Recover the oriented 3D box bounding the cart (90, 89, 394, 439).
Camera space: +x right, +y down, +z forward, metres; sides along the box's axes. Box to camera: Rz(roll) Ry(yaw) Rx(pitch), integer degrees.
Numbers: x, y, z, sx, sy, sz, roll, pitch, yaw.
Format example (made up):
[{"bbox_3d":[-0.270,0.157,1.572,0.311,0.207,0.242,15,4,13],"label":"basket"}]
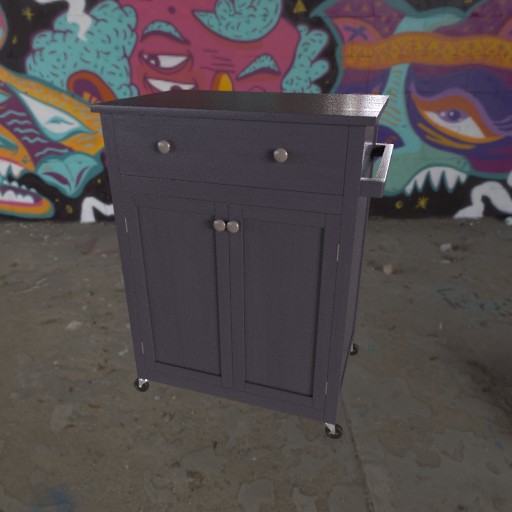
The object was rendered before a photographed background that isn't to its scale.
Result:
[{"bbox_3d":[0.000,0.000,1.316,0.690,0.878,0.449,8,26,16],"label":"cart"}]
